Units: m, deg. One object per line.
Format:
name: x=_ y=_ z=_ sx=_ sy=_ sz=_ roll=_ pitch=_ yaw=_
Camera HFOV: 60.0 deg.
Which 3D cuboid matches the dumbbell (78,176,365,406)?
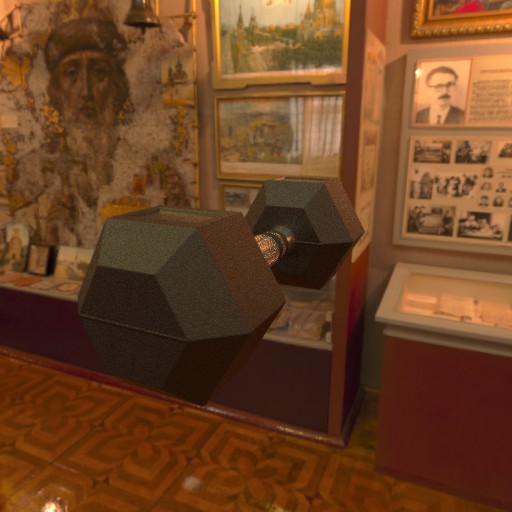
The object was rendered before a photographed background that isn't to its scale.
dumbbell: x=0.000 y=0.000 z=0.426 sx=0.141 sy=0.123 sz=0.356 roll=8 pitch=18 yaw=25
